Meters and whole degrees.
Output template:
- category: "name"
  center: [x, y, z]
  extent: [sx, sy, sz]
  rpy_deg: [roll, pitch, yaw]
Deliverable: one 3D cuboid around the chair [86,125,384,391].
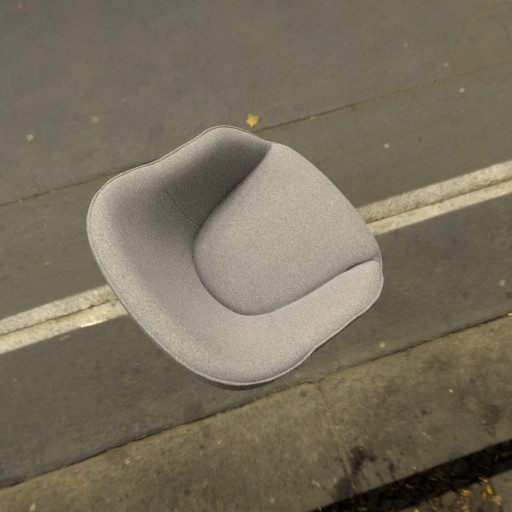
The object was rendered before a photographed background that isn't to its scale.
- category: "chair"
  center: [0.000, 0.000, 1.221]
  extent: [0.611, 0.810, 0.589]
  rpy_deg: [-39, 80, -8]
